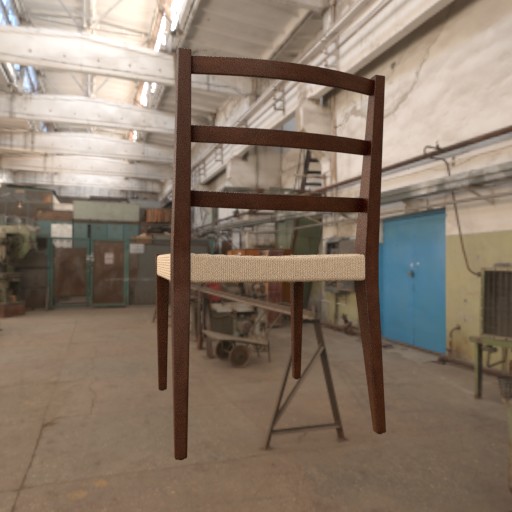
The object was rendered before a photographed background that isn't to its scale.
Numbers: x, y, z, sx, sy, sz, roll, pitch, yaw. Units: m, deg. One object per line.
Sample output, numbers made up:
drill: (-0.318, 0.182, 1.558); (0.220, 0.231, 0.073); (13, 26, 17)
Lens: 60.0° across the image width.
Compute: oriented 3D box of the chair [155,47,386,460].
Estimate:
chair: (0.000, 0.000, 1.165); (0.480, 0.813, 0.551); (0, -1, -17)
